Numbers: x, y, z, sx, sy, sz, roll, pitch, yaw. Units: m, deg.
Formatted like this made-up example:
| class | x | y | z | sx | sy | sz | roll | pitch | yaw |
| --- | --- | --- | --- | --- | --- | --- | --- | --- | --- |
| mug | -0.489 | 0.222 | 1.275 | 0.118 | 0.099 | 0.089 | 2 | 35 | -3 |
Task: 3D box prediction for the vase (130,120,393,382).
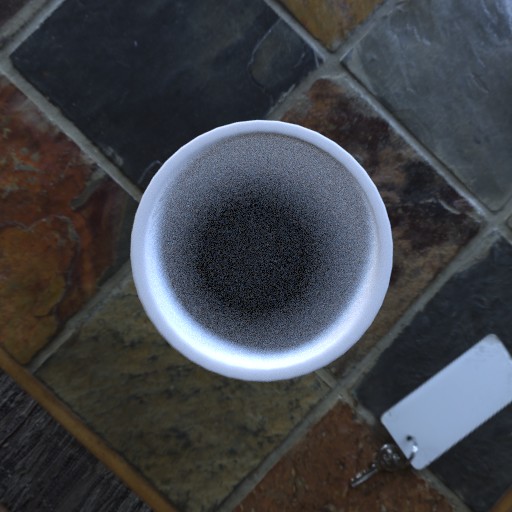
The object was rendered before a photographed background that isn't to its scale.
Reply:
| class | x | y | z | sx | sy | sz | roll | pitch | yaw |
| --- | --- | --- | --- | --- | --- | --- | --- | --- | --- |
| vase | 0.000 | 0.000 | 0.388 | 0.143 | 0.316 | 0.143 | 0 | 89 | -1 |
